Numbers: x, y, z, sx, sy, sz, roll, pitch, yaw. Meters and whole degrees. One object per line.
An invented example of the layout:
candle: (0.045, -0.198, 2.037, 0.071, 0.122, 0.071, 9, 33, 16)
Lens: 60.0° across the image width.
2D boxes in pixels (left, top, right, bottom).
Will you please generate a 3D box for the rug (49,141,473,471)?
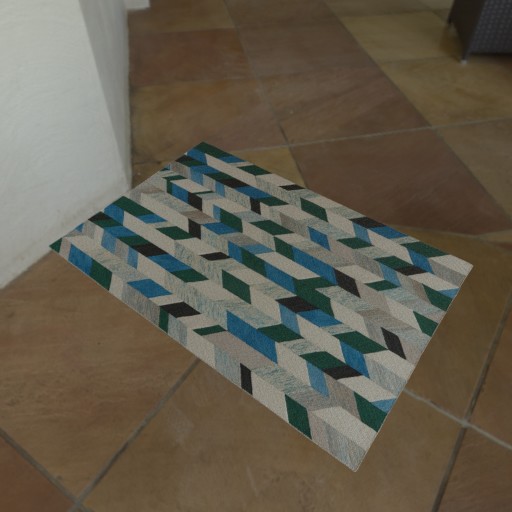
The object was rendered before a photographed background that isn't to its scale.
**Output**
rug: (0.000, 0.000, 2.279, 1.827, 0.005, 1.229, 29, 54, 24)
